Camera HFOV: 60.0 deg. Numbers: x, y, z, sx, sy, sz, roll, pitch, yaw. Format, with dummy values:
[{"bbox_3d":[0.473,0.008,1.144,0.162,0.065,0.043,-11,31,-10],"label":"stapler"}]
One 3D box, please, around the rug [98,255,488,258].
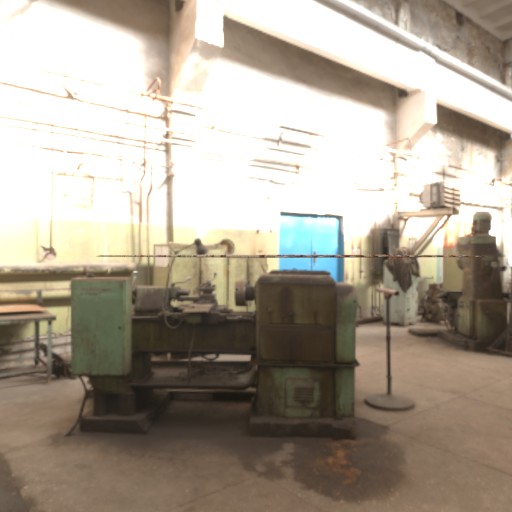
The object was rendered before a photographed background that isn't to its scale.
[{"bbox_3d":[0.000,0.000,2.499,1.218,0.010,1.997,0,0,-36],"label":"rug"}]
